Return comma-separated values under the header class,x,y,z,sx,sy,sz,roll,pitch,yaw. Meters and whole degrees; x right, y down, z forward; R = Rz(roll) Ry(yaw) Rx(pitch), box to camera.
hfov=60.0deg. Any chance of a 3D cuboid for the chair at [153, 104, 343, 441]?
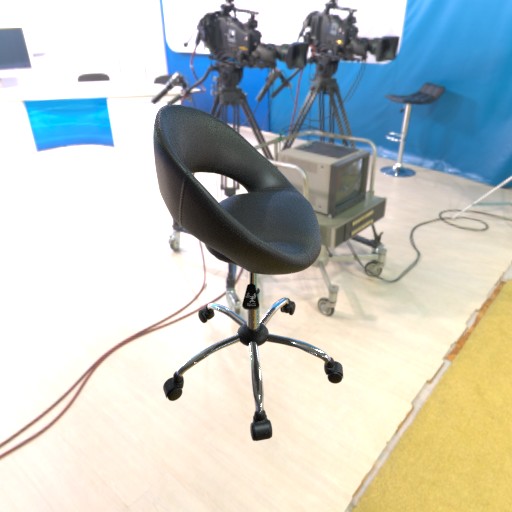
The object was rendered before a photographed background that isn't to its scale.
class,x,y,z,sx,sy,sz,roll,pitch,yaw
chair,0.000,0.000,1.227,0.538,0.791,0.612,1,30,1
